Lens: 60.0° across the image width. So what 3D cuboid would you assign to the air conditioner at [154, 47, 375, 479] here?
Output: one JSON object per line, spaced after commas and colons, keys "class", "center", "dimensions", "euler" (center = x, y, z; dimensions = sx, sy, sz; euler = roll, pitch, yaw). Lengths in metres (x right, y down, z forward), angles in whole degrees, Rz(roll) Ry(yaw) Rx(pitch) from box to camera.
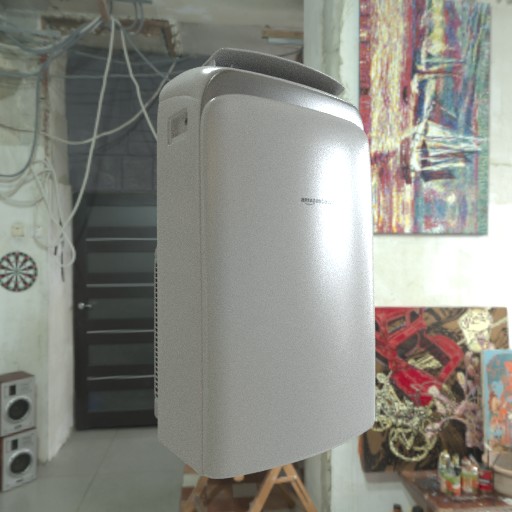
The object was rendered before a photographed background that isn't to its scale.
{"class": "air conditioner", "center": [0.000, 0.000, 1.017], "dimensions": [0.449, 0.786, 0.414], "euler": [0, 0, -36]}
